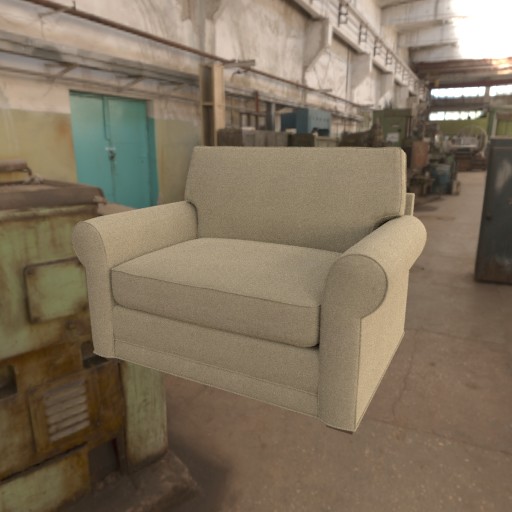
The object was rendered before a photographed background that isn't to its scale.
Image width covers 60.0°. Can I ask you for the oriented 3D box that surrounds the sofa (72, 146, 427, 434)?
[{"bbox_3d":[0.000,0.000,2.072,1.405,0.991,0.936,8,16,27],"label":"sofa"}]
